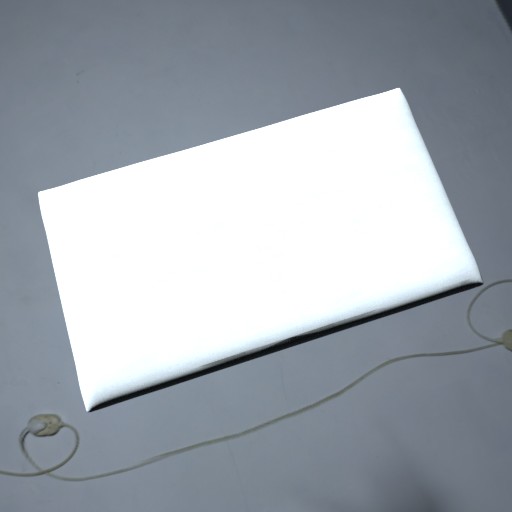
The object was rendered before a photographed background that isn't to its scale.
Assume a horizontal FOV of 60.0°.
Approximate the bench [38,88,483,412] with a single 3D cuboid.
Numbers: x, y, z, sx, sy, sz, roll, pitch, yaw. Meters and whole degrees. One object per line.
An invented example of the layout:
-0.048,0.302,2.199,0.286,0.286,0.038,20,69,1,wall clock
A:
0.000,0.000,1.170,0.887,0.449,0.500,-17,78,-4,bench
